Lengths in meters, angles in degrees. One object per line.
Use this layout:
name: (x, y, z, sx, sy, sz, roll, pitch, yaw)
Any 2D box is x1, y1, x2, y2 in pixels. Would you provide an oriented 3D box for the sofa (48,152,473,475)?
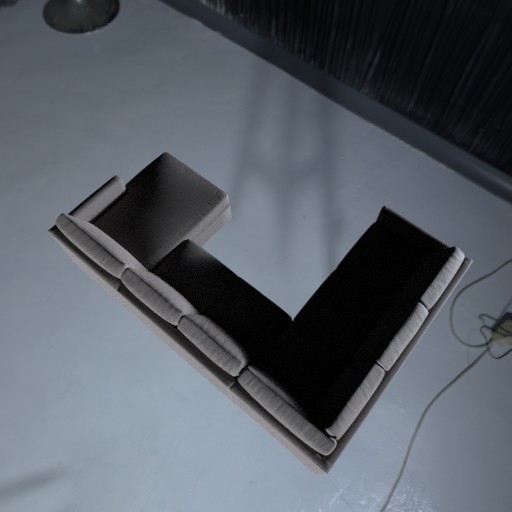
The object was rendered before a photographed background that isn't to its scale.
sofa: (0.000, 0.000, 4.569, 3.460, 0.882, 2.427, 36, 68, 17)
